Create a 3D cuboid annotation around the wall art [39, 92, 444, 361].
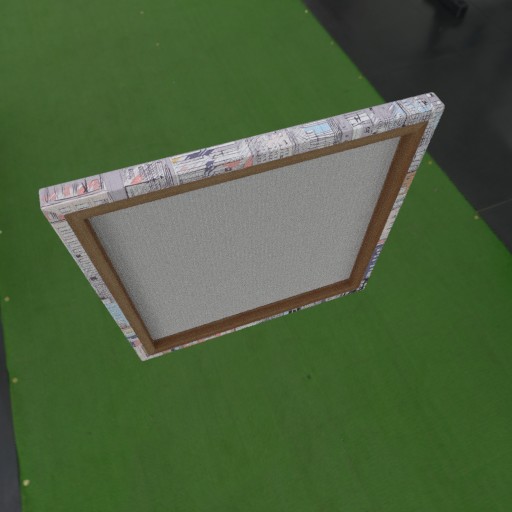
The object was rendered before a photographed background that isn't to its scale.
[{"bbox_3d":[0.000,0.000,1.122,0.761,0.762,0.048,-17,60,-10],"label":"wall art"}]
